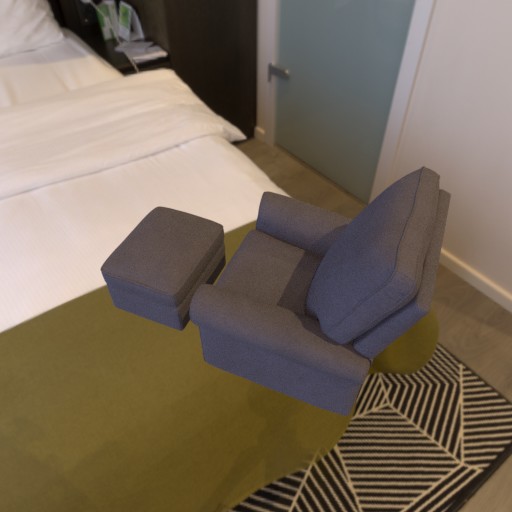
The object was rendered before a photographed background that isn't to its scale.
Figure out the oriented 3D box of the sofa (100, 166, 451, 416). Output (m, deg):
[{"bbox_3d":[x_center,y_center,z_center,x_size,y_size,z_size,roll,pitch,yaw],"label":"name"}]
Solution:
[{"bbox_3d":[0.000,0.000,2.071,1.478,0.959,0.880,17,48,16],"label":"sofa"}]
